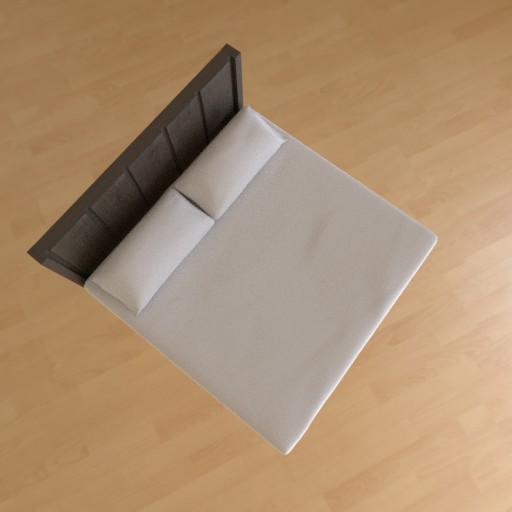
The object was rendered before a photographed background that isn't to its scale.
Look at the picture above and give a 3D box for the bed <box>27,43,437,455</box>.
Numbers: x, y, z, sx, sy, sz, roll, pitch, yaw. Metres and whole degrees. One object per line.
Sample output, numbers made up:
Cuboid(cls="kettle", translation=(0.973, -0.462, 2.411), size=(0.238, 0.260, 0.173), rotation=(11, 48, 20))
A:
Cuboid(cls="bed", translation=(0.000, 0.000, 3.613), size=(2.238, 1.261, 2.143), rotation=(37, 78, 10))
